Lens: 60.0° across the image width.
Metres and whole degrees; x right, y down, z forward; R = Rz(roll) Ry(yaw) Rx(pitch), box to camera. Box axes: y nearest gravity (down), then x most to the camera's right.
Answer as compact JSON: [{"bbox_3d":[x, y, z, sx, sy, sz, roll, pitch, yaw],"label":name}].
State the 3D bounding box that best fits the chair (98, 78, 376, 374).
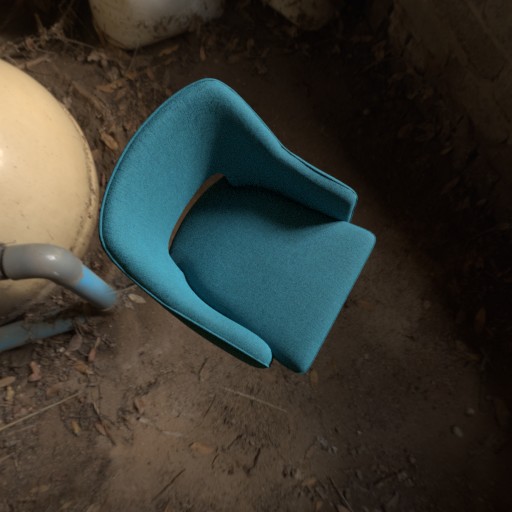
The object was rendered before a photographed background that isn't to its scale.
[{"bbox_3d":[0.000,0.000,1.274,0.605,0.849,0.548,29,79,6],"label":"chair"}]
